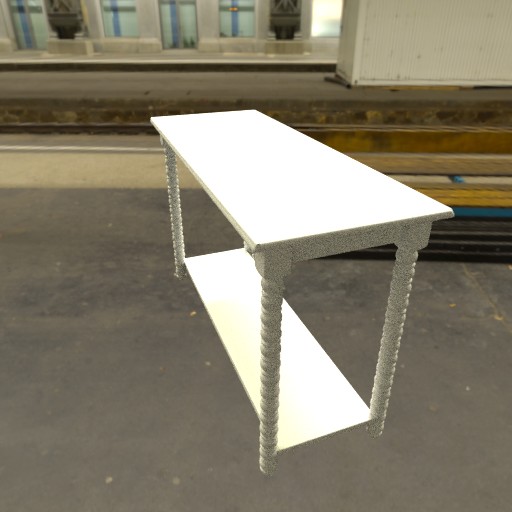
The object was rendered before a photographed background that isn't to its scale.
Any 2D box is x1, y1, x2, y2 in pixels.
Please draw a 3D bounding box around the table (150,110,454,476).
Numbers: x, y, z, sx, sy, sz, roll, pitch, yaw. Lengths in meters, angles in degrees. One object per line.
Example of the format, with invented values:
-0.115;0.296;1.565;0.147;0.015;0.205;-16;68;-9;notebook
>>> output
0.000;0.000;1.524;0.459;0.740;1.184;-10;30;-18;table
